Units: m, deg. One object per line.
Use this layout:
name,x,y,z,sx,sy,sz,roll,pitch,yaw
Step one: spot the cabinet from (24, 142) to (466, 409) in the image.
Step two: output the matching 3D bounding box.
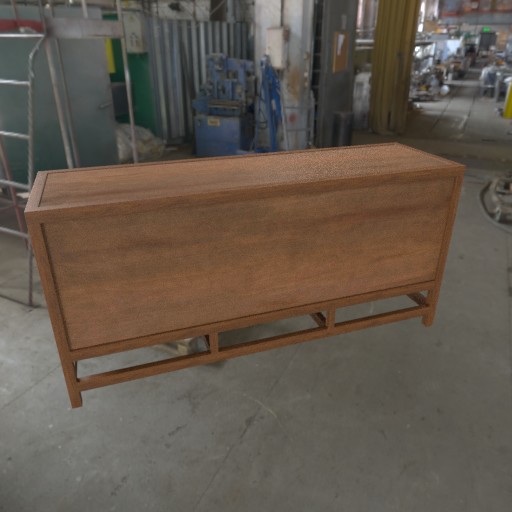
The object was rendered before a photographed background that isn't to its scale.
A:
cabinet,0.000,0.000,2.030,1.708,0.820,0.522,-9,27,-17
